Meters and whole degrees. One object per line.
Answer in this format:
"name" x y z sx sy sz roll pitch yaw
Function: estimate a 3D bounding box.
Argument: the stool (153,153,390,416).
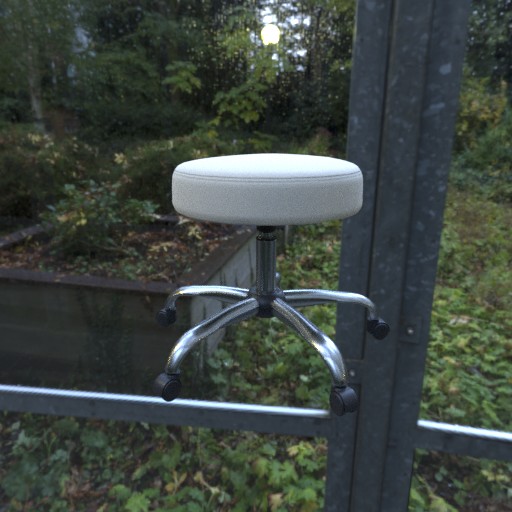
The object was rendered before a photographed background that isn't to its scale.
"stool" 0.000 0.000 1.081 0.614 0.482 0.634 8 18 25
